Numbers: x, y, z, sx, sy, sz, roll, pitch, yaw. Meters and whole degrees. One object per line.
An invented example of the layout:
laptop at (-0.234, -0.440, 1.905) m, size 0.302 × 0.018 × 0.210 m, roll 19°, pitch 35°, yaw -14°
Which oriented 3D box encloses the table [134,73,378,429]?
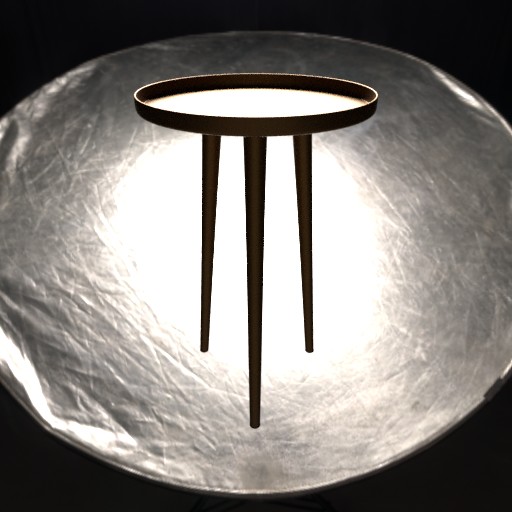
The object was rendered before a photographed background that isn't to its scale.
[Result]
table at (0.000, 0.000, 0.676) m, size 0.299 × 0.480 × 0.299 m, roll -1°, pitch 30°, yaw -2°
